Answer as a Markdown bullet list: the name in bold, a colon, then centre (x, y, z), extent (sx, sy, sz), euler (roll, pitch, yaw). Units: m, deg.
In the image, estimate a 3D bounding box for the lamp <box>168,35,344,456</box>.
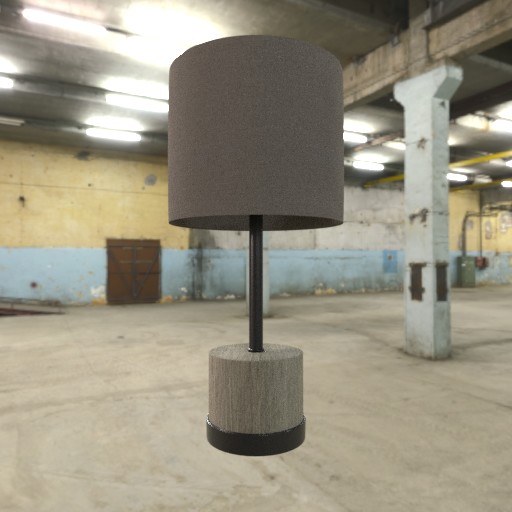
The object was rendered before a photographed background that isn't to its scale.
- **lamp**: centre (0.000, 0.000, 0.584), extent (0.229, 0.470, 0.229), euler (0, -1, 1)
